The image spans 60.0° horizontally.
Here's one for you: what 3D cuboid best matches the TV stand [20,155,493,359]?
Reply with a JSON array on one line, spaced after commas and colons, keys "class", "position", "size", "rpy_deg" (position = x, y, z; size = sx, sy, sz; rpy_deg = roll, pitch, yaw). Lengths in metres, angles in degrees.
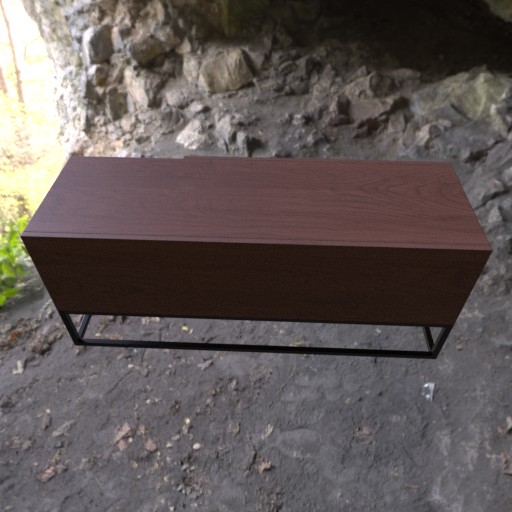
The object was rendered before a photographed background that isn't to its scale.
[{"class": "TV stand", "position": [0.000, 0.000, 1.445], "size": [1.200, 0.500, 0.415], "rpy_deg": [2, 45, 2]}]
